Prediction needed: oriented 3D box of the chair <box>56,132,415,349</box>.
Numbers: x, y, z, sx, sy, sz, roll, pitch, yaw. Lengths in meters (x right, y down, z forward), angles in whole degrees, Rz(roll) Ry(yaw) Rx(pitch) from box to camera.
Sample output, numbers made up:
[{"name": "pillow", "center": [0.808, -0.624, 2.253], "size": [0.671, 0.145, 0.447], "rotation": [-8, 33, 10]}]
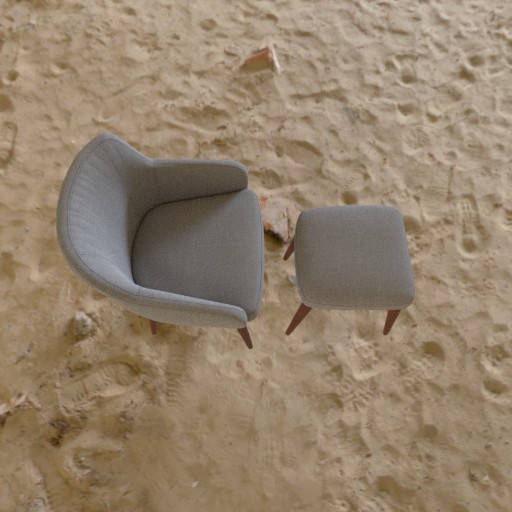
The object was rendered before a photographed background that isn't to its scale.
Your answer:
[{"name": "chair", "center": [0.000, 0.000, 1.584], "size": [1.107, 0.799, 0.584], "rotation": [0, 65, 0]}]
